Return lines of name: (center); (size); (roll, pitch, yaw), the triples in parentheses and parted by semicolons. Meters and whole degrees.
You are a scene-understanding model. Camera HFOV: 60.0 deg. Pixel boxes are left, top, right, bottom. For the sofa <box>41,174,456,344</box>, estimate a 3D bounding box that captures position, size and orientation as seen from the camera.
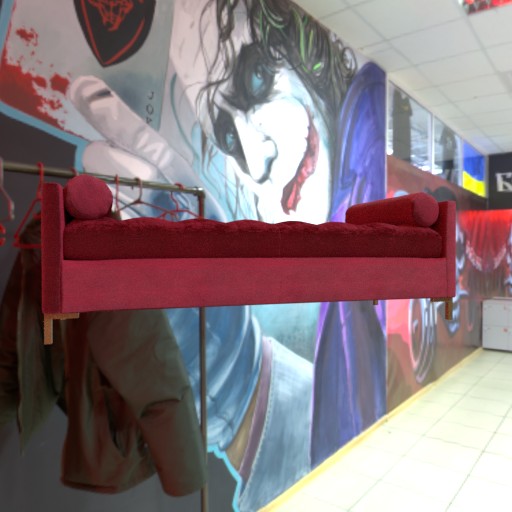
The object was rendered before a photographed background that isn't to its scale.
sofa: (0.000, 0.000, 2.470); (2.102, 0.705, 0.796); (0, 1, -19)
